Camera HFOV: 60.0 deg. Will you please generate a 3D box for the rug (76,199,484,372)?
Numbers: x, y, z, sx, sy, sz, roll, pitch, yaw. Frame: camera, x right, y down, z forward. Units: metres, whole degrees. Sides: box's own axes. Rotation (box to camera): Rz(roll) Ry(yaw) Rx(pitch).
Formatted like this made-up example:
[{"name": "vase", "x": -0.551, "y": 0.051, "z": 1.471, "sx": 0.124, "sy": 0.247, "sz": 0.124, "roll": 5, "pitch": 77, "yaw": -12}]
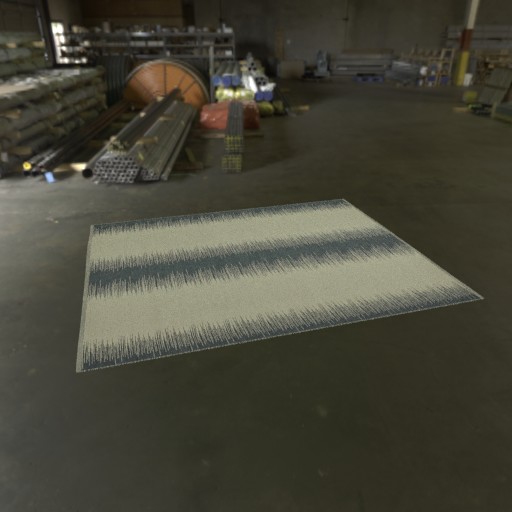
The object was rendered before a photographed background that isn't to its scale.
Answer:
[{"name": "rug", "x": 0.000, "y": 0.000, "z": 4.146, "sx": 3.037, "sy": 0.004, "sz": 2.453, "roll": -7, "pitch": 28, "yaw": -15}]
